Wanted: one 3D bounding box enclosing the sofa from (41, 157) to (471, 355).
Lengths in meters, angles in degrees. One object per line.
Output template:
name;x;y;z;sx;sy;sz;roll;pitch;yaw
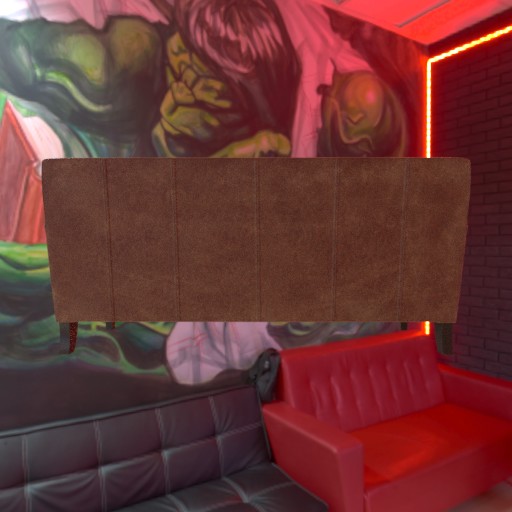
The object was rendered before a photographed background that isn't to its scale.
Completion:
sofa;0.000;0.000;2.497;2.053;0.947;0.805;0;1;0
